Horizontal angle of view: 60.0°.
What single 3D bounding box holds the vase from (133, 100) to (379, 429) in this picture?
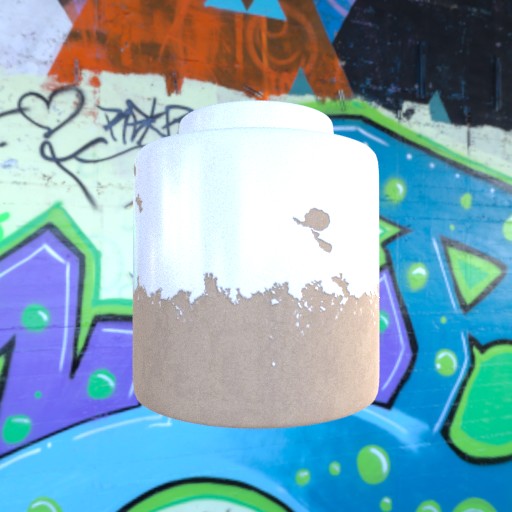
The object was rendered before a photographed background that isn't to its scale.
[{"bbox_3d":[0.000,0.000,0.286,0.153,0.167,0.153,0,-1,0],"label":"vase"}]
